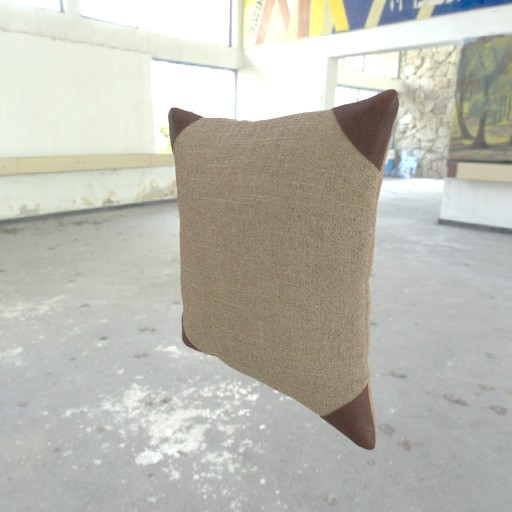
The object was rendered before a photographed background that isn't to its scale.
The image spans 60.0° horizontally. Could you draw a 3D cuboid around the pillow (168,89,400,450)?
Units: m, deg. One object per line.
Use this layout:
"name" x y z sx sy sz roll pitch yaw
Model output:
"pillow" 0.000 0.000 0.671 0.437 0.448 0.147 15 21 43
